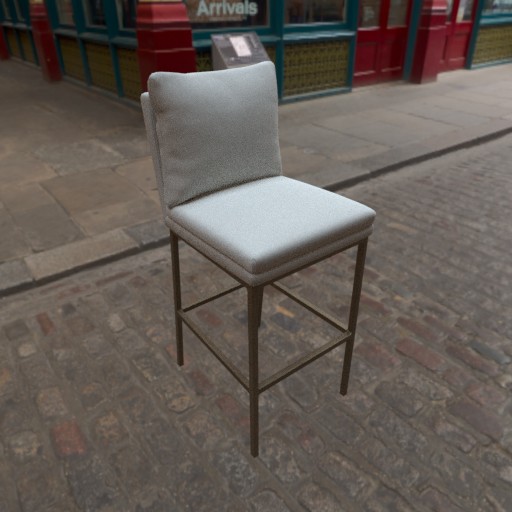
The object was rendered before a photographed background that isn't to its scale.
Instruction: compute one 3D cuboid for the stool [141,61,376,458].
[{"bbox_3d":[0.000,0.000,1.463,0.463,1.125,0.572,-21,36,-32],"label":"stool"}]
